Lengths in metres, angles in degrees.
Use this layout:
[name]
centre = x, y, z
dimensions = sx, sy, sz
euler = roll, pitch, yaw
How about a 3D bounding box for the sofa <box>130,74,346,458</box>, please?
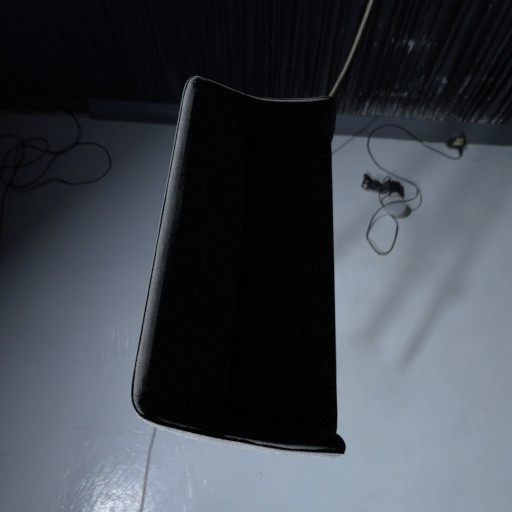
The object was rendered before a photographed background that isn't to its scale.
[sofa]
centre = 0.000, 0.000, 2.351
dimensions = 0.867, 0.829, 1.928
euler = 3, 64, 2
